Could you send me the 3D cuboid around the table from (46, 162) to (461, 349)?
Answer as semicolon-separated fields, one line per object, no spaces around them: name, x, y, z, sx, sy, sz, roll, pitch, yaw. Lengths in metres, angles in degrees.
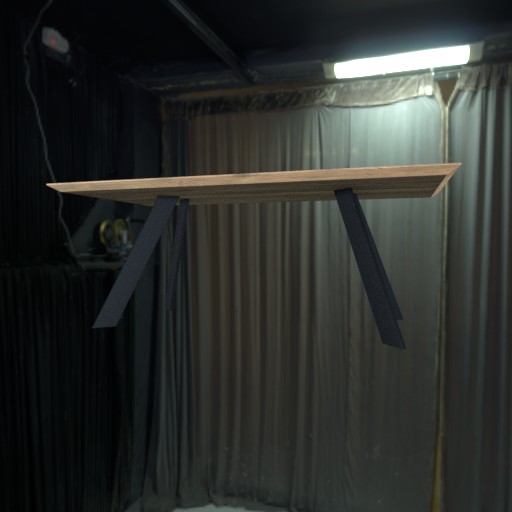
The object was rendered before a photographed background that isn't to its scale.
table;0.000;0.000;2.519;2.000;0.770;1.000;0;1;18
